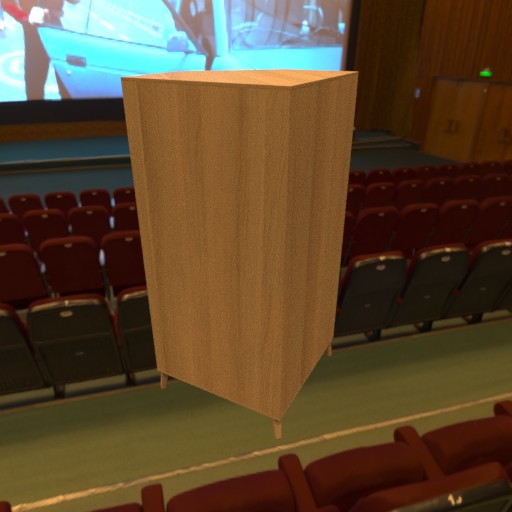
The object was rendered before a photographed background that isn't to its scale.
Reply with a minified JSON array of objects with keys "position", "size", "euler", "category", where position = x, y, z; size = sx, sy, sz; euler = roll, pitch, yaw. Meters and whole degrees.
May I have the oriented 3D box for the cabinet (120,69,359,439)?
[{"position":[0.000,0.000,2.599],"size":[1.272,1.957,0.969],"euler":[-7,27,-15],"category":"cabinet"}]
